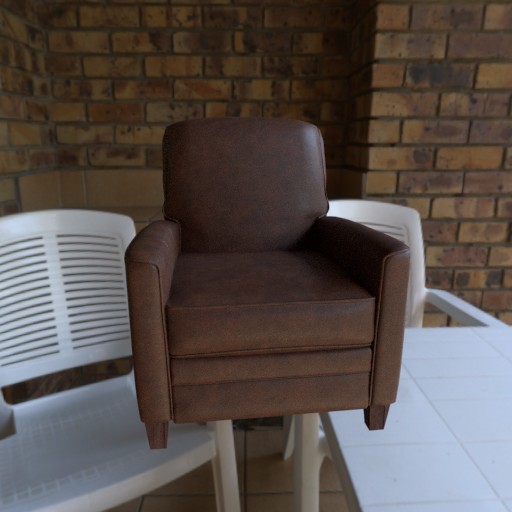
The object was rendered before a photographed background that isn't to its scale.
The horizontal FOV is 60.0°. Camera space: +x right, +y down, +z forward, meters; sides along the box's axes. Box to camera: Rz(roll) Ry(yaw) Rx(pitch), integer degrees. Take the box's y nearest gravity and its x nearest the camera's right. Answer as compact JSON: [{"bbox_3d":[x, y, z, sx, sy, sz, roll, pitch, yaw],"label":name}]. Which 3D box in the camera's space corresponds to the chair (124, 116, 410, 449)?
[{"bbox_3d":[0.000,0.000,1.617,0.839,1.010,0.850,-2,15,-7],"label":"chair"}]
